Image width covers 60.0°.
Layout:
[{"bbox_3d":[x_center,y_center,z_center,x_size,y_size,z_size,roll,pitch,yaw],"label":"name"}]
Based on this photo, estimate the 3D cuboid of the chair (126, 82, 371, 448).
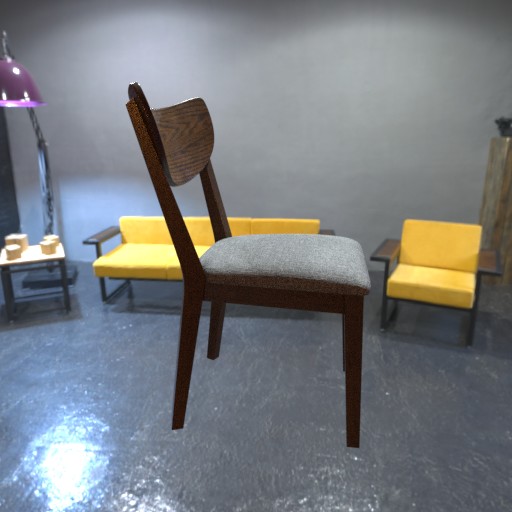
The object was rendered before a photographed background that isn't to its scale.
[{"bbox_3d":[0.000,0.000,1.207,0.583,0.849,0.491,3,16,9],"label":"chair"}]
